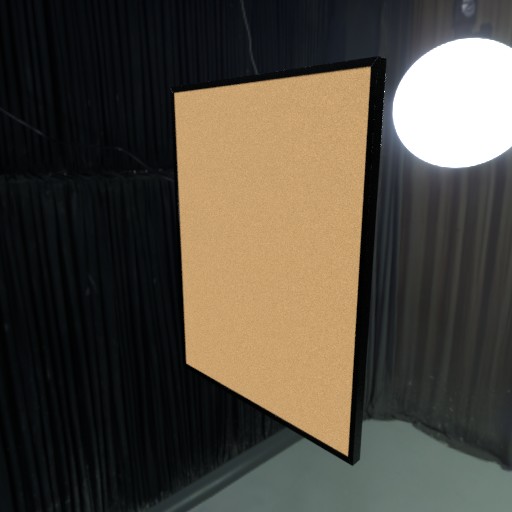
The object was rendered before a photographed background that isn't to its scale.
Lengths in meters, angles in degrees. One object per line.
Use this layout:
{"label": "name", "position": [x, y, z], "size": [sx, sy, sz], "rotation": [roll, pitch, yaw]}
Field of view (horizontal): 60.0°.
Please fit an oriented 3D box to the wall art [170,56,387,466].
{"label": "wall art", "position": [0.000, 0.000, 1.398], "size": [0.040, 1.062, 0.805], "rotation": [-14, 20, -43]}
